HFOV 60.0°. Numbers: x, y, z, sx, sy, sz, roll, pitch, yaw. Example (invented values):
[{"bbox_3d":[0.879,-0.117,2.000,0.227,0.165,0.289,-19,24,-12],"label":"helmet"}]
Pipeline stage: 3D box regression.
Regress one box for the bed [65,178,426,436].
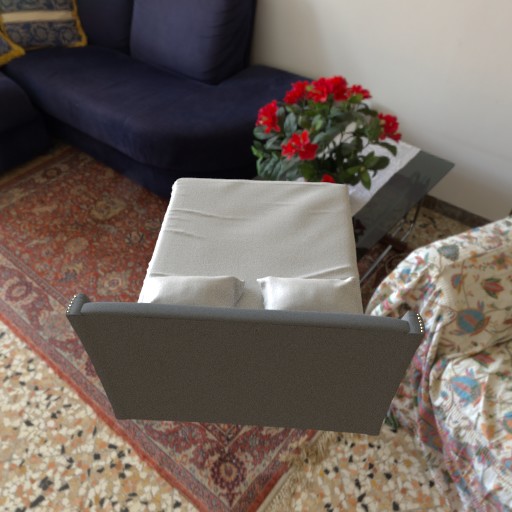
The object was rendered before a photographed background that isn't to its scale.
[{"bbox_3d":[0.000,0.000,3.552,1.925,1.332,2.276,3,46,3],"label":"bed"}]
